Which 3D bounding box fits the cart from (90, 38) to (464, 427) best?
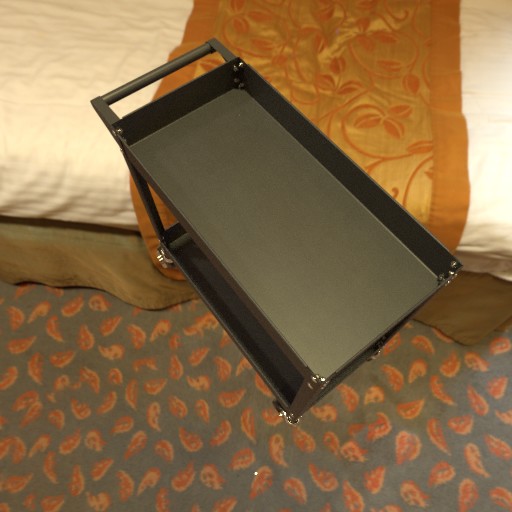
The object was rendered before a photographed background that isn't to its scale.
[{"bbox_3d":[0.000,0.000,1.186,0.366,0.719,0.779,-35,69,-16],"label":"cart"}]
